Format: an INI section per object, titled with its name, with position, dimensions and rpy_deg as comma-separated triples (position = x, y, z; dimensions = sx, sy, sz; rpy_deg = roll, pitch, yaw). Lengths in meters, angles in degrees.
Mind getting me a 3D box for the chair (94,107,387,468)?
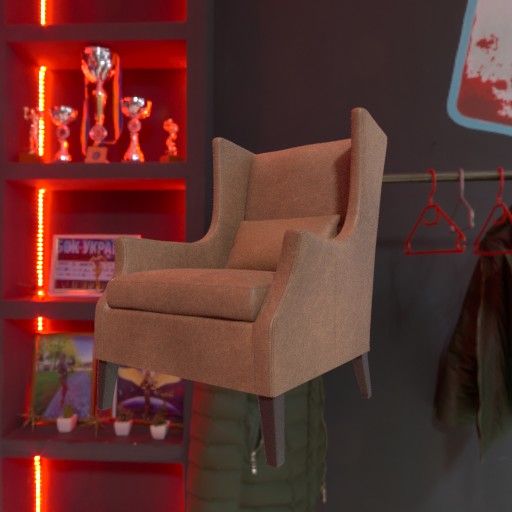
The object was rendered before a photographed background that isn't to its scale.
[chair]
position = 0.000, 0.000, 1.692
dimensions = 0.815, 1.088, 0.913
rpy_deg = 0, 0, 36
